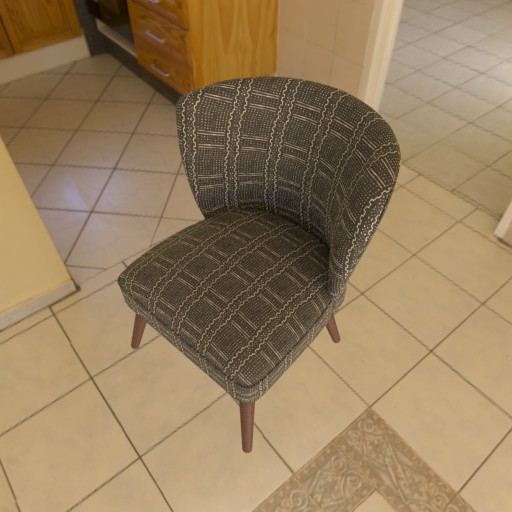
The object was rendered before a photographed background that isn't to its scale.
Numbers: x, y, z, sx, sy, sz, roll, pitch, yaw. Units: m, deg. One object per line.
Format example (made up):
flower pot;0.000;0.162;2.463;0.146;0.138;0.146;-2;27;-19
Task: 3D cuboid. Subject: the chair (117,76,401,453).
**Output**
chair;0.000;0.000;1.432;0.710;0.866;0.758;33;56;26
